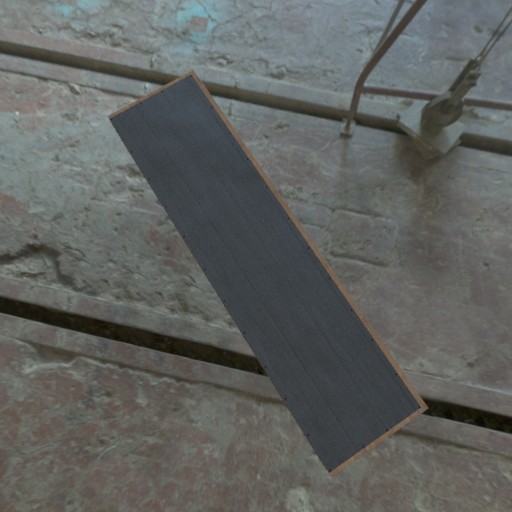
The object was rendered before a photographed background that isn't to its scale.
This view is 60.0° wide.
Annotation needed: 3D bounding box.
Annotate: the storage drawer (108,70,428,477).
[{"bbox_3d":[0.000,0.000,2.250,0.538,0.264,2.032,-32,78,-8],"label":"storage drawer"}]
